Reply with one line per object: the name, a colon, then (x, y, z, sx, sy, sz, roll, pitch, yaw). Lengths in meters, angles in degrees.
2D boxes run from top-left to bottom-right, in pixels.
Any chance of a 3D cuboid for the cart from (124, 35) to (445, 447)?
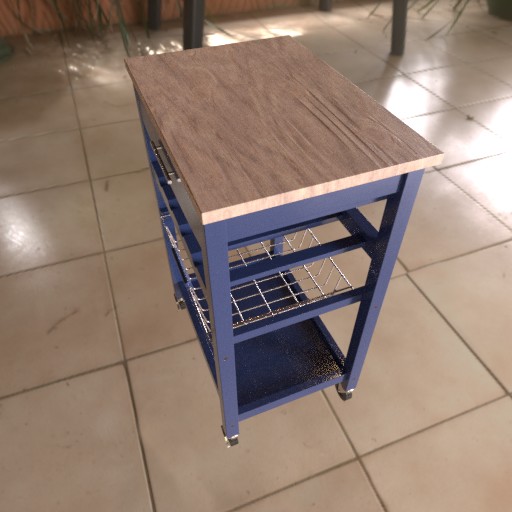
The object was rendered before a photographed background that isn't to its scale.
cart: (0.000, 0.000, 1.128, 0.403, 0.839, 0.584, -16, 47, -16)
